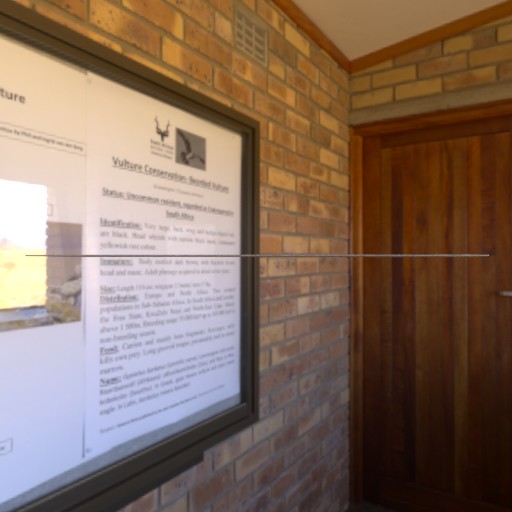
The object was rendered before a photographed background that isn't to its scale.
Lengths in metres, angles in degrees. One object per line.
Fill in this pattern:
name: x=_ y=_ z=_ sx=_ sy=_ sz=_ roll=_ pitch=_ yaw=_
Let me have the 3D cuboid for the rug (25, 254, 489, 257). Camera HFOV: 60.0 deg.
rug: x=0.000 y=0.000 z=2.507 sx=2.275 sy=0.009 sz=0.684 roll=0 pitch=0 yaw=1
